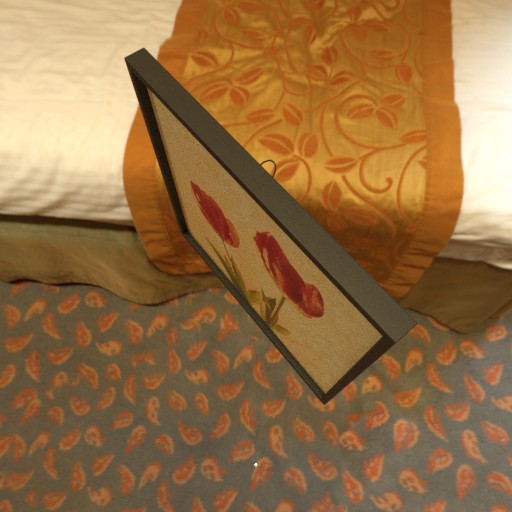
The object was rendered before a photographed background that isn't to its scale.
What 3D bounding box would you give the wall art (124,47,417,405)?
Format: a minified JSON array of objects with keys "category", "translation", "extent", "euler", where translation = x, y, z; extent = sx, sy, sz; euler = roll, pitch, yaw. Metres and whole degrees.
[{"category":"wall art","translation":[0.000,0.000,0.522],"extent":[0.038,0.349,0.349],"euler":[-36,70,-16]}]
